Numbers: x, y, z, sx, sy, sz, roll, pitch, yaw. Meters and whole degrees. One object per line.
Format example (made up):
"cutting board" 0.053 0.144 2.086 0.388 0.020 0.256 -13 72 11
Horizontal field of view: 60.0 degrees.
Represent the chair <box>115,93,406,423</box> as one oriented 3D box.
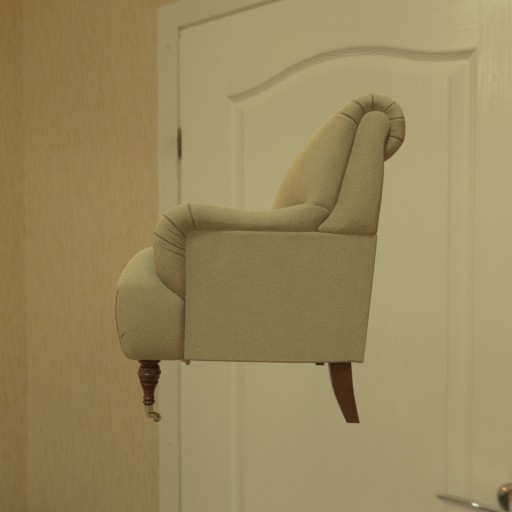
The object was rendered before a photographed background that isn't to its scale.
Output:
"chair" 0.000 0.000 1.578 0.842 0.942 0.766 0 1 -1
